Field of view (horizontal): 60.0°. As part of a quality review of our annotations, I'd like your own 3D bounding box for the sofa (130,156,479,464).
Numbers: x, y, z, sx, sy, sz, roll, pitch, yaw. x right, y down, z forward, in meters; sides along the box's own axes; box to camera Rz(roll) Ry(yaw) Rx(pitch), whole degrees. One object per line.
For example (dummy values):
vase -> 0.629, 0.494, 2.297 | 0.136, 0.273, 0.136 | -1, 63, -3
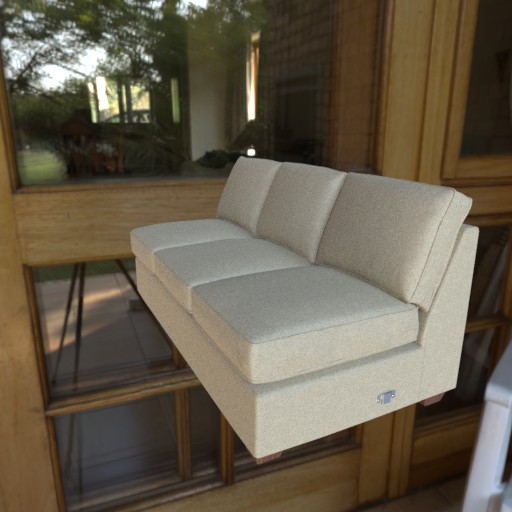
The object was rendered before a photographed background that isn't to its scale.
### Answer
sofa -> 0.000, 0.000, 2.445 | 1.027, 0.973, 1.962 | -8, 17, -25
